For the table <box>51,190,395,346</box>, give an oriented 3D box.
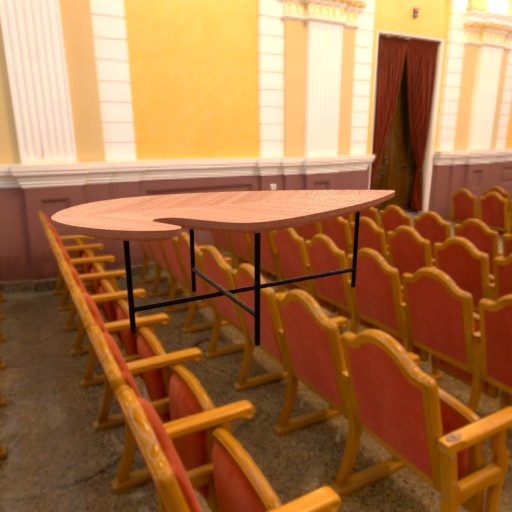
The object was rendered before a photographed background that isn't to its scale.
[{"bbox_3d":[0.000,0.000,1.464,1.199,0.360,0.598,-8,18,-27],"label":"table"}]
